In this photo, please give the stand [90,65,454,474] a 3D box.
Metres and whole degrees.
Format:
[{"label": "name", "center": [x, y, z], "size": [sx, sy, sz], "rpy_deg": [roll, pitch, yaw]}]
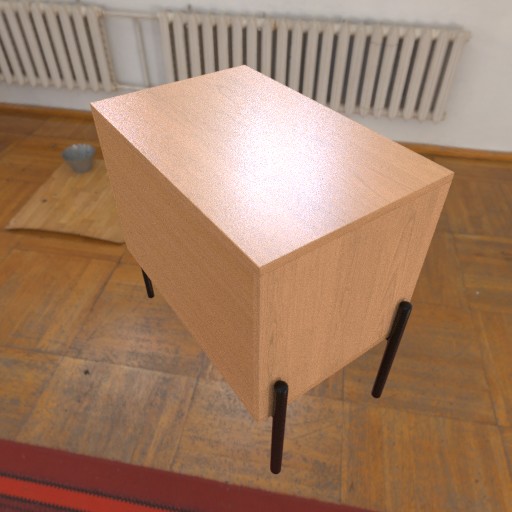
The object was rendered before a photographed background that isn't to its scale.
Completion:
[{"label": "stand", "center": [0.000, 0.000, 0.993], "size": [0.400, 0.600, 0.630], "rpy_deg": [-25, 48, -25]}]
